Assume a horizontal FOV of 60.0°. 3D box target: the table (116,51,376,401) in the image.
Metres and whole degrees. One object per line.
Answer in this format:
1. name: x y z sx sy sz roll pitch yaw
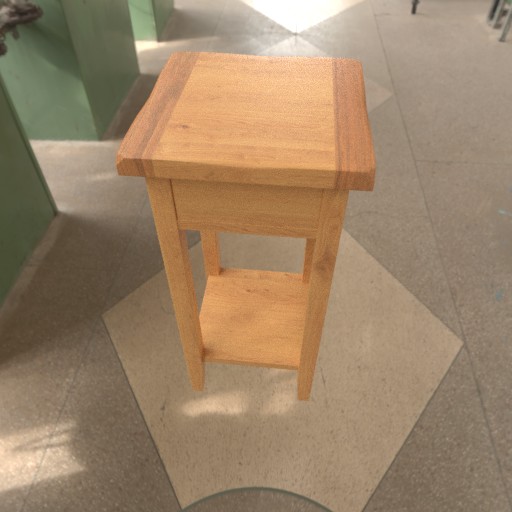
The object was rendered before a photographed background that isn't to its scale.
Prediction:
1. table: 0.000 0.000 0.991 0.360 0.740 0.360 4 47 4
